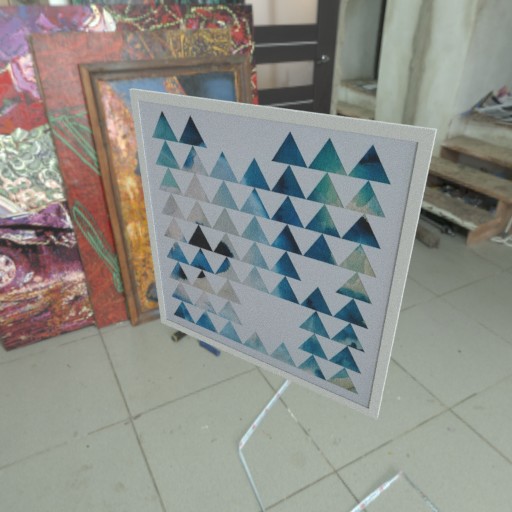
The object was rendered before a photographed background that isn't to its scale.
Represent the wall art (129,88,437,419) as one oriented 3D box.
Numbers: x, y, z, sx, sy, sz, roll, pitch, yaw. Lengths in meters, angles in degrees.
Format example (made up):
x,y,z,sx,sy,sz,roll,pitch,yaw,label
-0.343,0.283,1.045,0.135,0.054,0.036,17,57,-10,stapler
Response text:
x,y,z,sx,sy,sz,roll,pitch,yaw,label
0.000,0.000,0.694,0.456,0.456,0.007,18,35,27,wall art
